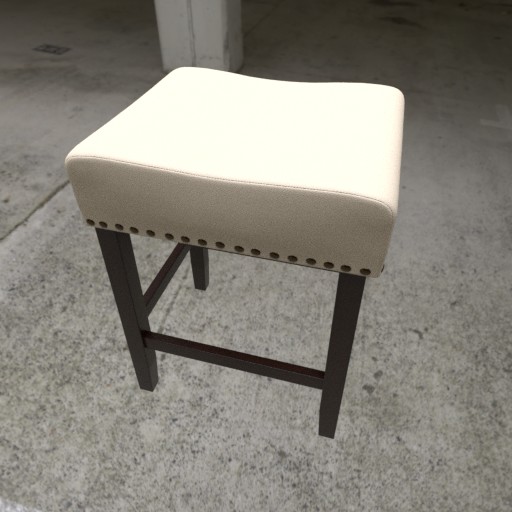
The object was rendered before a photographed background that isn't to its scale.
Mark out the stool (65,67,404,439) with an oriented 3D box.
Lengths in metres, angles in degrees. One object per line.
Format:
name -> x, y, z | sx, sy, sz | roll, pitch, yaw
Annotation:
stool -> 0.000, 0.000, 0.911 | 0.471, 0.609, 0.401 | 10, 41, 12
